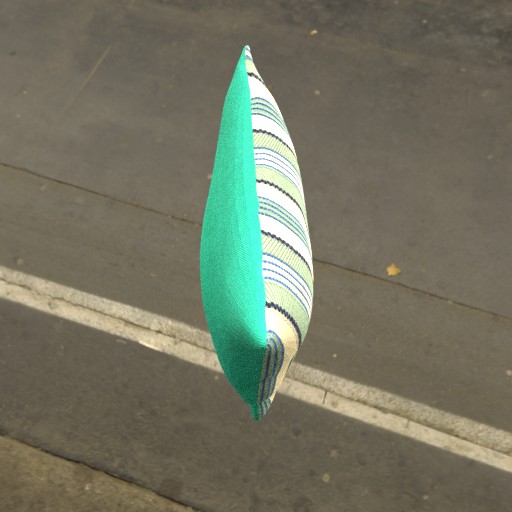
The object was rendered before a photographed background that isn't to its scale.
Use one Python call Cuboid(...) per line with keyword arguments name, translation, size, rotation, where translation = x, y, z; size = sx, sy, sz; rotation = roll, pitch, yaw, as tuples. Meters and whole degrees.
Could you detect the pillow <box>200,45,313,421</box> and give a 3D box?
Cuboid(name="pillow", translation=(0.000, 0.000, 0.699), size=(0.182, 0.441, 0.440), rotation=(-3, 63, -1))
